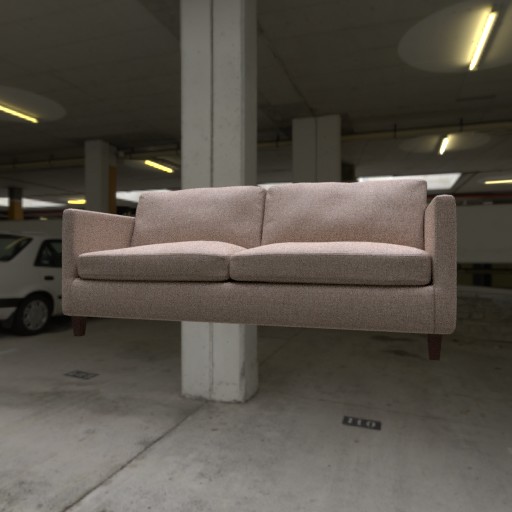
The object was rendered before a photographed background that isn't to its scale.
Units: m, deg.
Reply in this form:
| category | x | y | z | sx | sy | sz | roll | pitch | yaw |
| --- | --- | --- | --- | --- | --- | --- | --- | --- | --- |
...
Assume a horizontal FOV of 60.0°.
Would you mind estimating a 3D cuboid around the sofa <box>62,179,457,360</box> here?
| category | x | y | z | sx | sy | sz | roll | pitch | yaw |
| --- | --- | --- | --- | --- | --- | --- | --- | --- | --- |
| sofa | 0.000 | 0.000 | 2.766 | 2.208 | 0.965 | 0.951 | 0 | 0 | 18 |
